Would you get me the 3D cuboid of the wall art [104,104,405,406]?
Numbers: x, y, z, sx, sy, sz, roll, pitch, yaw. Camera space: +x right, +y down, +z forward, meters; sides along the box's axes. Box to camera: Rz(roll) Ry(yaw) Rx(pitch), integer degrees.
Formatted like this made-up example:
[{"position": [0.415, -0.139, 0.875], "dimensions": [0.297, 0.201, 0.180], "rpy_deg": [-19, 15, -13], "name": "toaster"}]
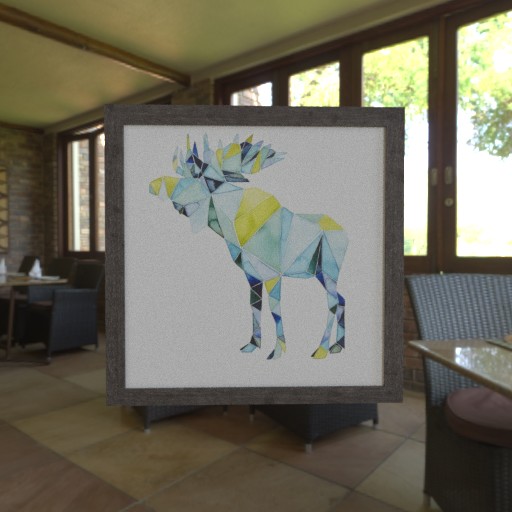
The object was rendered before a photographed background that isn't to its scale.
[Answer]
[{"position": [0.000, 0.000, 0.684], "dimensions": [0.457, 0.457, 0.013], "rpy_deg": [0, 1, -2], "name": "wall art"}]
